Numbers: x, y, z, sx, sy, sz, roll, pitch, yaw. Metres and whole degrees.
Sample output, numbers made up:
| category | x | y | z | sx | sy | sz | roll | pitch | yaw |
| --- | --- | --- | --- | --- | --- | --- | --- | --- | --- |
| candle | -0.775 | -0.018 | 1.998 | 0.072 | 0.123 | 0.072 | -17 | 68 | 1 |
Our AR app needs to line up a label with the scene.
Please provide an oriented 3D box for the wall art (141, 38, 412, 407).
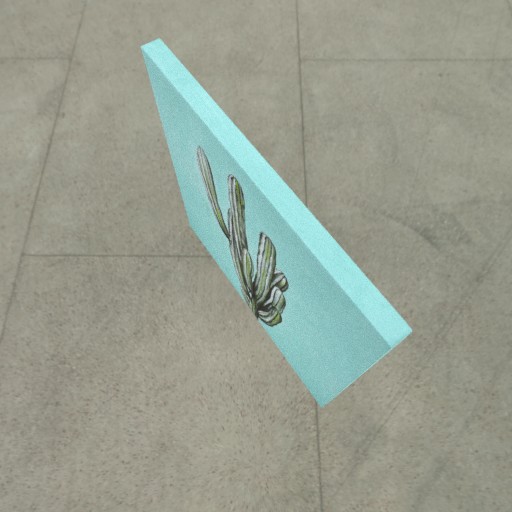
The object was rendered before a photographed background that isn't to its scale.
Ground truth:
| category | x | y | z | sx | sy | sz | roll | pitch | yaw |
| --- | --- | --- | --- | --- | --- | --- | --- | --- | --- |
| wall art | 0.000 | 0.000 | 1.135 | 0.054 | 0.766 | 0.765 | -32 | 69 | -14 |
